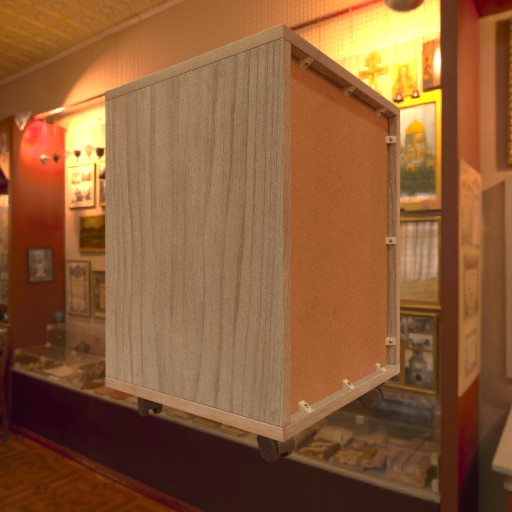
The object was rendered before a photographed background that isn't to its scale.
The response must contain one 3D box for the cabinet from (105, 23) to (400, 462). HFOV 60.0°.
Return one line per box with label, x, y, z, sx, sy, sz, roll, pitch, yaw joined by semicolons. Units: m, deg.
cabinet;0.000;0.000;0.834;0.401;0.579;0.409;0;0;38
